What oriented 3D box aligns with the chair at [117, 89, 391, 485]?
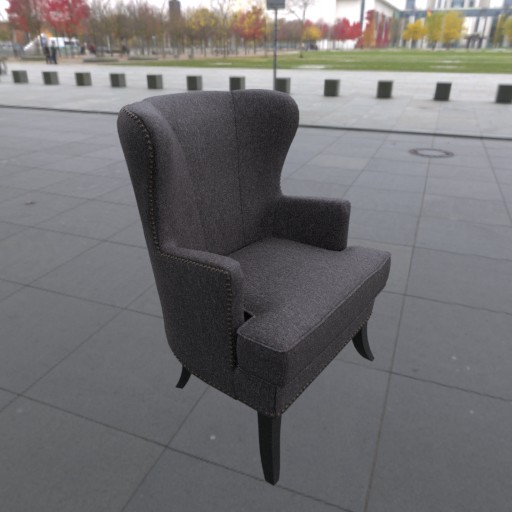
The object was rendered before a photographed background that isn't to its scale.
[{"bbox_3d":[0.000,0.000,1.581,0.758,1.060,0.759,18,31,33],"label":"chair"}]
